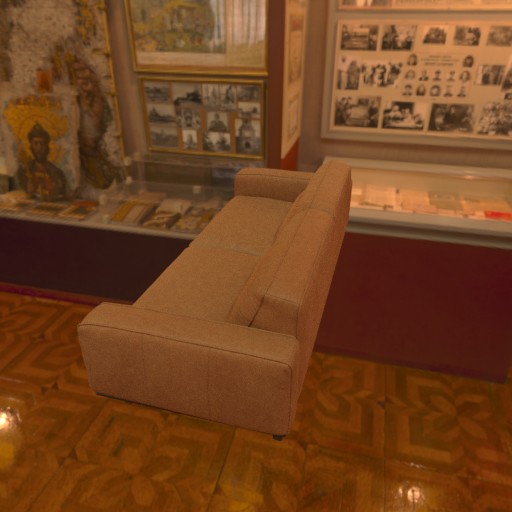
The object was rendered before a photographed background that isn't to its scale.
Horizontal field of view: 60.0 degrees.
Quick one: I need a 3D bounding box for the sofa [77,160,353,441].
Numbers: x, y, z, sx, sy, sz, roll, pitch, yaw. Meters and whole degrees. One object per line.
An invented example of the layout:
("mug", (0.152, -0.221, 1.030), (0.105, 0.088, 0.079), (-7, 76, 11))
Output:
("sofa", (0.000, 0.000, 2.777), (0.953, 0.780, 2.270), (8, 30, 14))
